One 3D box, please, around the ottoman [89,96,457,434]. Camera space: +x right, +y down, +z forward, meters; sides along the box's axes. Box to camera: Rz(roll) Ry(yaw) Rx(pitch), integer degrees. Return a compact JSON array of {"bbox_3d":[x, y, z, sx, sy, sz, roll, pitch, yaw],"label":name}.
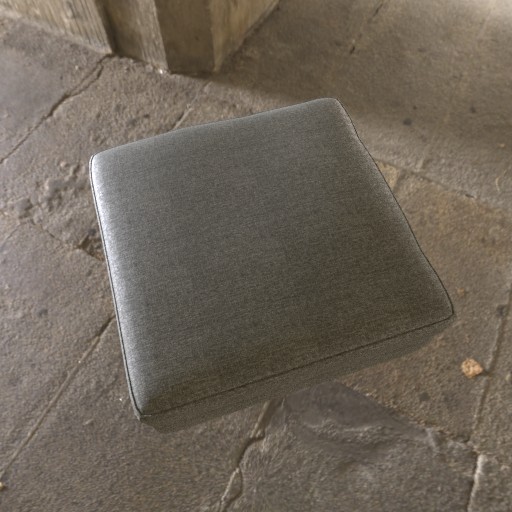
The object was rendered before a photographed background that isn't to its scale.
[{"bbox_3d":[0.000,0.000,1.389,0.838,0.481,0.838,-16,64,-8],"label":"ottoman"}]
